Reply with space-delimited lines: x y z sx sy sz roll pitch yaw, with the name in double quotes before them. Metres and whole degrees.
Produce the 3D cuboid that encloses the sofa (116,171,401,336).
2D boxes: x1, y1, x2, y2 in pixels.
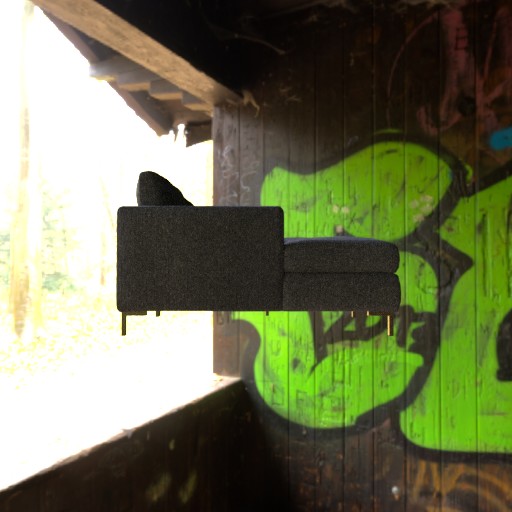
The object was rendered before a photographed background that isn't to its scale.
"sofa" 0.000 0.000 3.511 1.350 0.810 2.932 0 -1 -1
